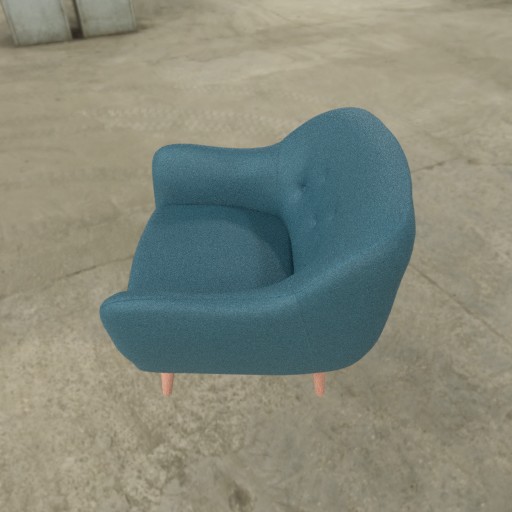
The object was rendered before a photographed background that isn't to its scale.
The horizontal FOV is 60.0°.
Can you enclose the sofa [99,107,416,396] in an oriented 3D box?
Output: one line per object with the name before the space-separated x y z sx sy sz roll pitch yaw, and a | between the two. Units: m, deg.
sofa | 0.000 0.000 1.503 0.825 0.817 0.836 0 42 0
